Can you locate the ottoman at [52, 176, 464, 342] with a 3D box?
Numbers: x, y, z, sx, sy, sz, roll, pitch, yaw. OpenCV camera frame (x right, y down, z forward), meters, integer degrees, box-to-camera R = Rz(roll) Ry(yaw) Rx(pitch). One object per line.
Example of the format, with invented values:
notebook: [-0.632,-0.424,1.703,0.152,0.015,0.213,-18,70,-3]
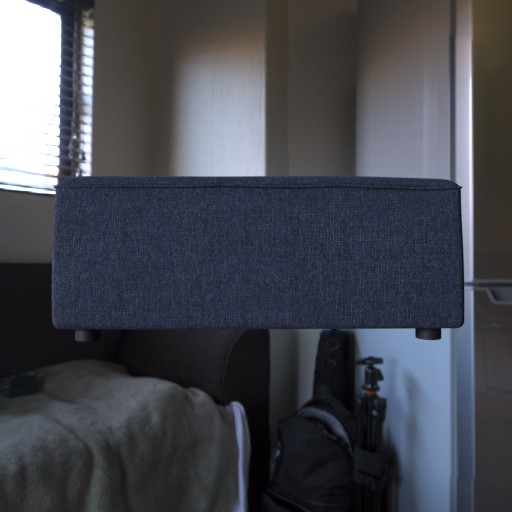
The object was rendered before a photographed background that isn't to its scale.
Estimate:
ottoman: [0.000,0.000,1.560,1.017,0.423,1.023,0,0,-1]
